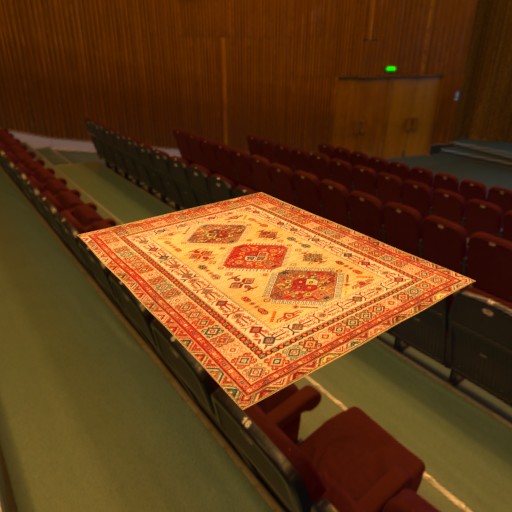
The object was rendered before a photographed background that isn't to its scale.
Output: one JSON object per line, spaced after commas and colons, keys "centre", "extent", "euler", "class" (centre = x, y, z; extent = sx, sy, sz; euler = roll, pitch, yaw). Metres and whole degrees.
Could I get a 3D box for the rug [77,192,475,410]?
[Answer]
{"centre": [0.000, 0.000, 4.251], "extent": [2.460, 0.005, 3.067], "euler": [-18, 32, -32], "class": "rug"}
